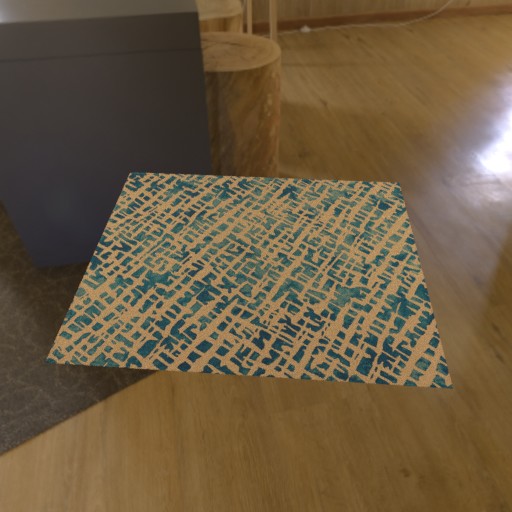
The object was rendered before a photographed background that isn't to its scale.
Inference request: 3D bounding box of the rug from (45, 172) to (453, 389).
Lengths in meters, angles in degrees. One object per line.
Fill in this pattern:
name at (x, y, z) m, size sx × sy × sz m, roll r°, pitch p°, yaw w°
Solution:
rug at (0.000, 0.000, 4.093) m, size 3.007 × 0.007 × 2.435 m, roll 3°, pitch 46°, yaw 3°
